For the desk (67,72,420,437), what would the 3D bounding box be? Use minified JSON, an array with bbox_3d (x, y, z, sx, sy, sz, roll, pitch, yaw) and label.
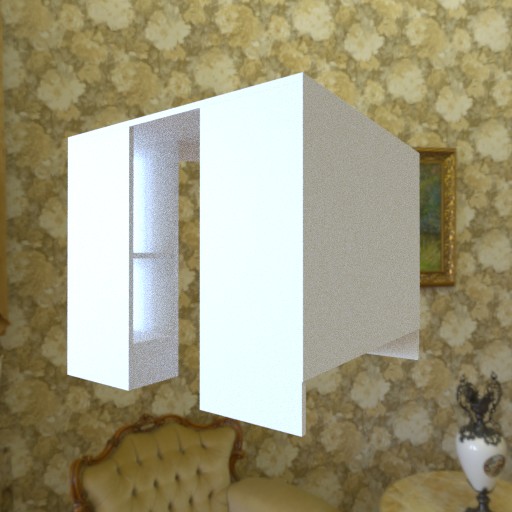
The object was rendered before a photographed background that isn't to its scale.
[{"bbox_3d":[0.000,0.000,1.644,0.926,0.818,0.940,0,0,35],"label":"desk"}]
